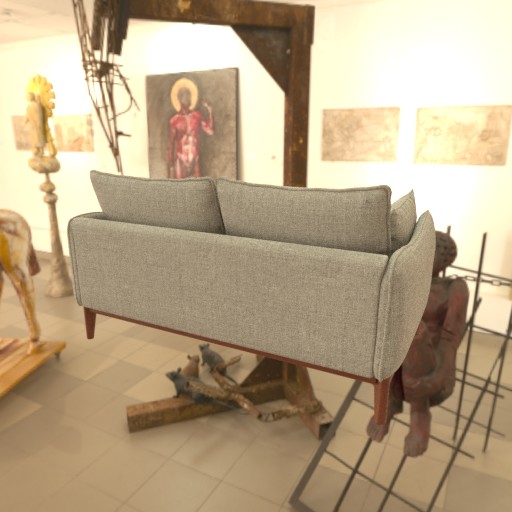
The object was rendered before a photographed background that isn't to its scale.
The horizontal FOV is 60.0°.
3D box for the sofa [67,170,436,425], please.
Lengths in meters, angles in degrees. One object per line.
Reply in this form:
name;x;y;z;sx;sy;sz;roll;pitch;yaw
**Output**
sofa;0.000;0.000;2.175;1.580;0.851;0.972;8;18;26
